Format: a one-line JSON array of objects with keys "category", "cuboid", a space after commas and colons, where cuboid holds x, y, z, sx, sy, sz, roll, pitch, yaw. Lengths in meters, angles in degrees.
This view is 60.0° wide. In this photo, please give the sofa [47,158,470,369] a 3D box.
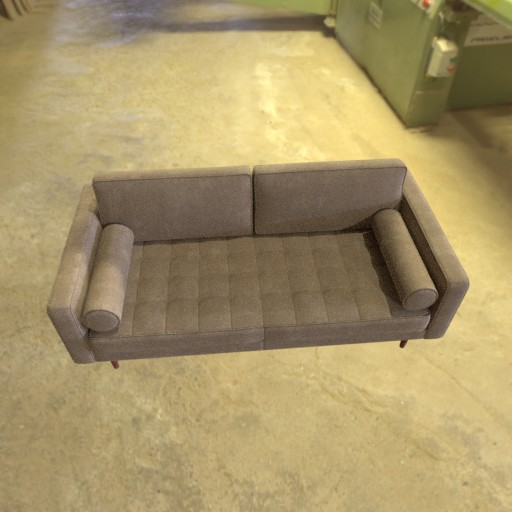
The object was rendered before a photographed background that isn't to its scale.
[{"category": "sofa", "cuboid": [0.000, 0.000, 2.333, 1.883, 0.769, 0.920, -3, 46, -3]}]
